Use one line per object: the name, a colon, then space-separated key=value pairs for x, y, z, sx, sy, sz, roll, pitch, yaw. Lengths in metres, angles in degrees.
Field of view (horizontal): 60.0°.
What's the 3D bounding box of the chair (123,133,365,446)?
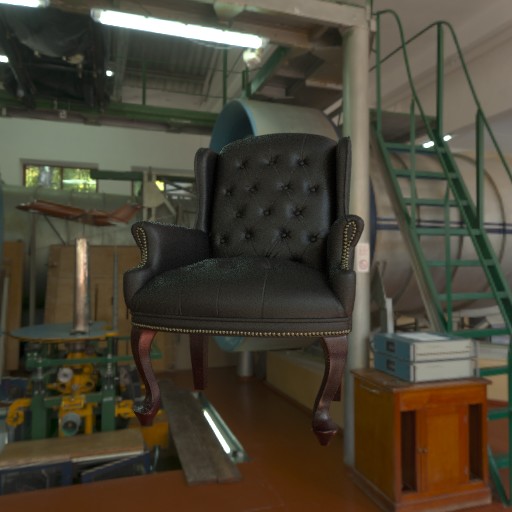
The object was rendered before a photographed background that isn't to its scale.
chair: x=0.000 y=0.000 z=1.712 sx=0.831 sy=1.133 sz=0.822 roll=0 pitch=-1 yaw=16
